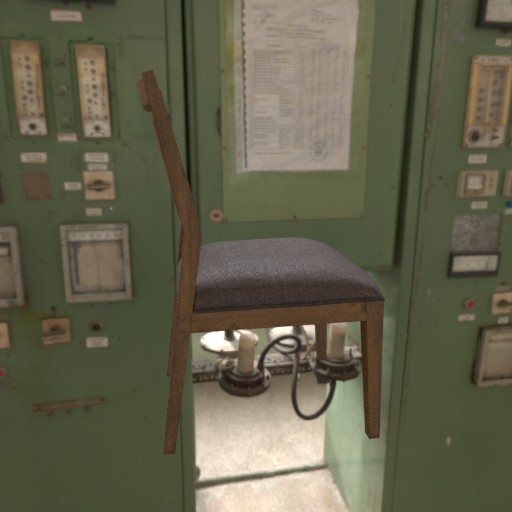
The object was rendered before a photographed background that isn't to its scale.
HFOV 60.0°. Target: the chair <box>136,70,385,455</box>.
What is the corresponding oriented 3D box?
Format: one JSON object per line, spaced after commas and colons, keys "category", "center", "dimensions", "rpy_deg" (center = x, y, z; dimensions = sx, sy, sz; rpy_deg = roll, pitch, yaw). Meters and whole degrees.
{"category": "chair", "center": [0.000, 0.000, 1.290], "dimensions": [0.610, 0.939, 0.501], "rpy_deg": [-2, 15, -9]}
